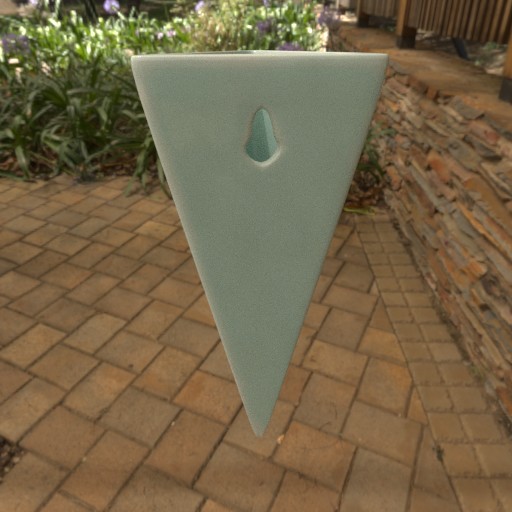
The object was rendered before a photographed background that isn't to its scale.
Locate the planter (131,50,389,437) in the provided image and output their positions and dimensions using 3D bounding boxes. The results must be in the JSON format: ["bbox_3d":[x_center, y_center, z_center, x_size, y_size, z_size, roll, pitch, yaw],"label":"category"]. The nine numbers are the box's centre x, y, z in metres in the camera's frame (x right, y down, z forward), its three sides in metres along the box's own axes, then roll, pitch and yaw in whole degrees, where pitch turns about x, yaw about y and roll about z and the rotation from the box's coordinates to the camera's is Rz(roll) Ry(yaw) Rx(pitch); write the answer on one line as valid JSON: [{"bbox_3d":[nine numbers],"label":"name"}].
[{"bbox_3d":[0.000,0.000,0.206,0.080,0.178,0.064,-2,31,-3],"label":"planter"}]
